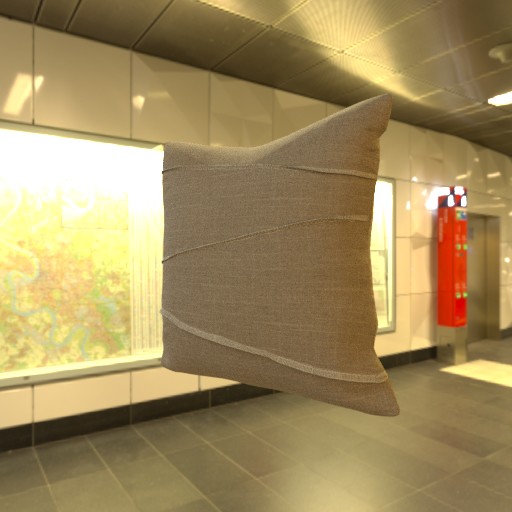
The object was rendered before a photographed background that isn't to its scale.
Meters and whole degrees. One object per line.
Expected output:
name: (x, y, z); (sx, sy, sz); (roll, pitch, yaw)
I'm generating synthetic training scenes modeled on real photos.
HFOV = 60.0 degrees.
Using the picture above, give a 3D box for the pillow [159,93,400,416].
pillow: (0.000, 0.000, 0.659); (0.424, 0.400, 0.169); (0, 0, 36)
